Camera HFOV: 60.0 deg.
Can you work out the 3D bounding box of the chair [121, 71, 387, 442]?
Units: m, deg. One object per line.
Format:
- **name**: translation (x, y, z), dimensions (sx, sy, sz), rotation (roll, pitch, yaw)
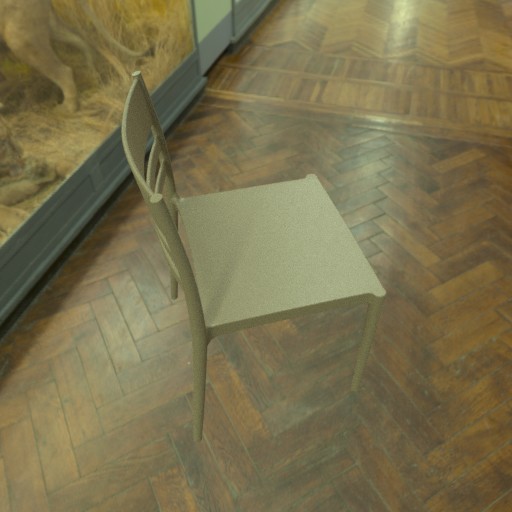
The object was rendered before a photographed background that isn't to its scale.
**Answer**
- **chair**: translation (0.000, 0.000, 1.130), dimensions (0.511, 0.800, 0.531), rotation (-10, 46, -10)
